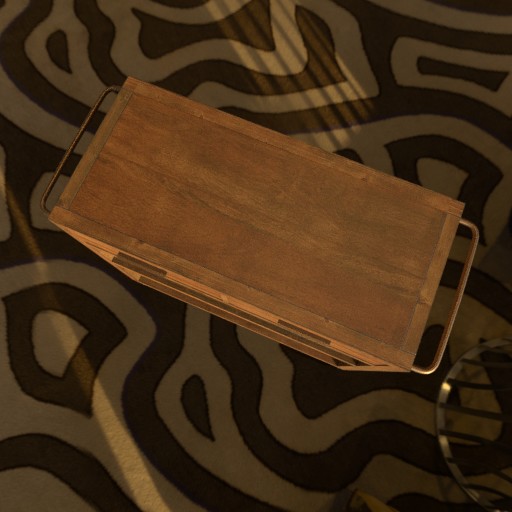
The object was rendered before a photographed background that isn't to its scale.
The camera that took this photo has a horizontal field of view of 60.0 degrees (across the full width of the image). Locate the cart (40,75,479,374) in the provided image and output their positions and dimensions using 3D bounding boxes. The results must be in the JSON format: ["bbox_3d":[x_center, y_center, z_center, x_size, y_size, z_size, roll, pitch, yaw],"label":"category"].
[{"bbox_3d":[0.000,0.000,1.468,1.065,0.830,0.445,22,77,5],"label":"cart"}]
